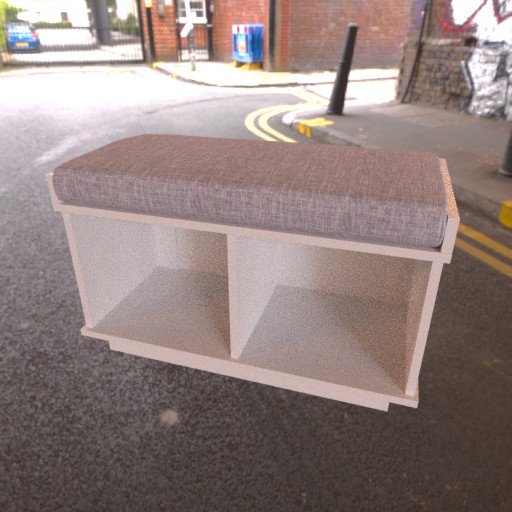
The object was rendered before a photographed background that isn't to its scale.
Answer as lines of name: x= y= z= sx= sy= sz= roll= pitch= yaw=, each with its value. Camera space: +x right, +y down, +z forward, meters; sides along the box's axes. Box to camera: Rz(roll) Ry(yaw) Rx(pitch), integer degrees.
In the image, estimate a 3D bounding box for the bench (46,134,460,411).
bench: x=0.000 y=0.000 z=0.984 sx=0.734 sy=0.461 sz=0.362 roll=8 pitch=28 yaw=15
